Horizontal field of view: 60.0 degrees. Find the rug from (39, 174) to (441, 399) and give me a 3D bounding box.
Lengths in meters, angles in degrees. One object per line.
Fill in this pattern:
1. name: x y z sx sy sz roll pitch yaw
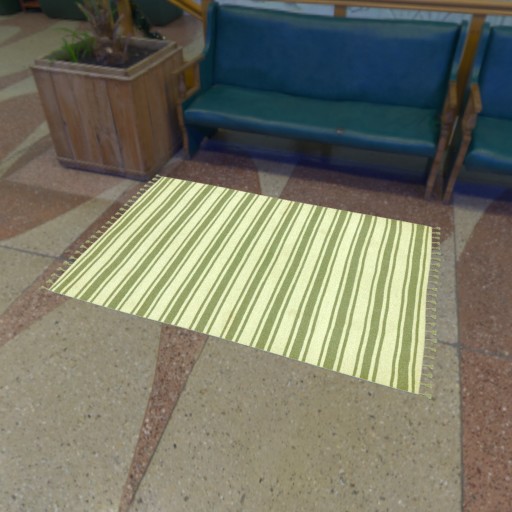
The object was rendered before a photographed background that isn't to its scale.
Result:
1. rug: 0.000 0.000 3.089 2.435 0.018 1.540 13 42 15
